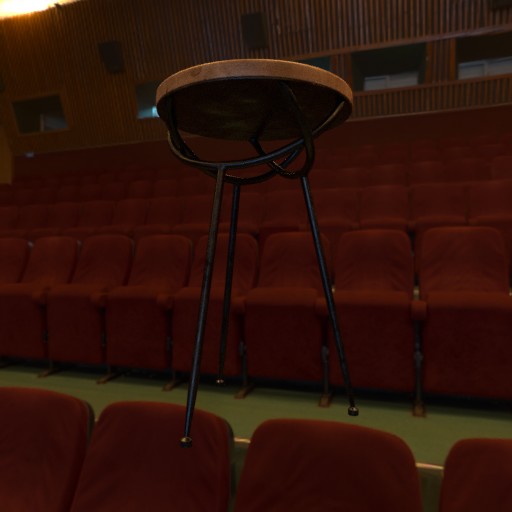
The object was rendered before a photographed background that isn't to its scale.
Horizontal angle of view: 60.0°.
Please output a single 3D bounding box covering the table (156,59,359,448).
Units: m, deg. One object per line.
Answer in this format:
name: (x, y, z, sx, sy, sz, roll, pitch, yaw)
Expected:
table: (0.000, 0.000, 0.943, 0.418, 0.664, 0.414, 0, 0, 18)
